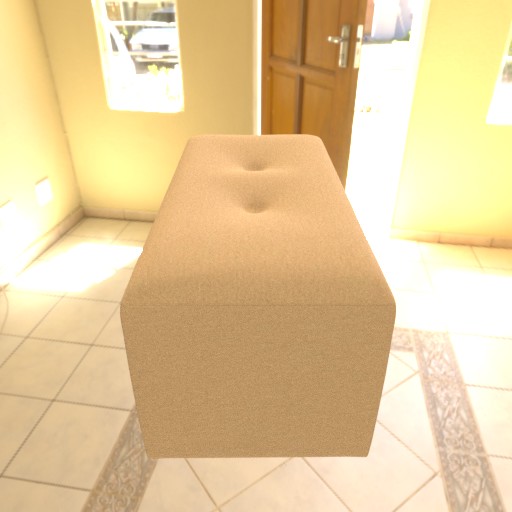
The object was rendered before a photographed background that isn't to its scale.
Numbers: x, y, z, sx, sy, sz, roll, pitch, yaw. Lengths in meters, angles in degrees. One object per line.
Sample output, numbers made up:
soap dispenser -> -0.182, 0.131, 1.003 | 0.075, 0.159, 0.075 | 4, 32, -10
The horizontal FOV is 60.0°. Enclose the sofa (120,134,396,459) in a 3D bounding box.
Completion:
sofa -> 0.000, 0.000, 1.204 | 0.480, 0.470, 0.930 | 0, 31, 0
